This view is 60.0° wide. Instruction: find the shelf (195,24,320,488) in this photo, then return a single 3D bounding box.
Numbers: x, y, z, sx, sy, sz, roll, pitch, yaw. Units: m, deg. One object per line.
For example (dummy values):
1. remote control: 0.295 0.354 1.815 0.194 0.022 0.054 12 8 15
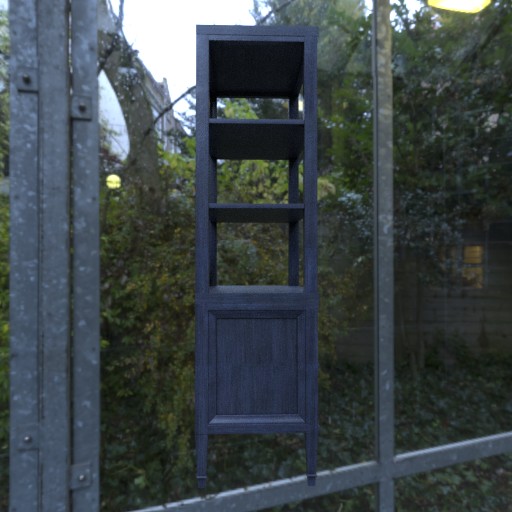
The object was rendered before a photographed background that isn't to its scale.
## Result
1. shelf: 0.000 0.000 1.945 0.472 1.727 0.584 0 -1 -2
